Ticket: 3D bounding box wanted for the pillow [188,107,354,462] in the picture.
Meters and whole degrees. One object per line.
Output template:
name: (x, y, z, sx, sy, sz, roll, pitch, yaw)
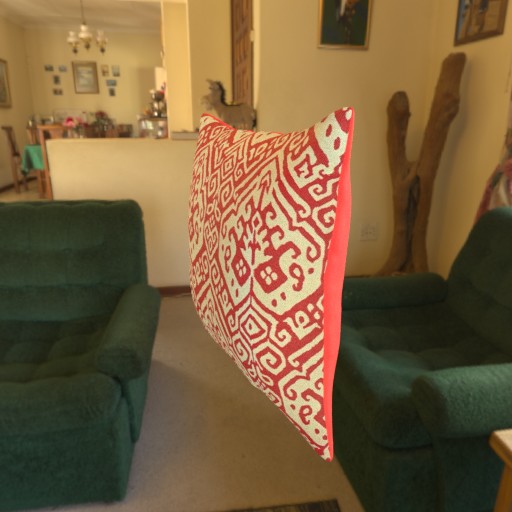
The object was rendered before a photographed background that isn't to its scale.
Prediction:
pillow: (0.000, 0.000, 0.811, 0.192, 0.507, 0.522, -8, 19, -24)
